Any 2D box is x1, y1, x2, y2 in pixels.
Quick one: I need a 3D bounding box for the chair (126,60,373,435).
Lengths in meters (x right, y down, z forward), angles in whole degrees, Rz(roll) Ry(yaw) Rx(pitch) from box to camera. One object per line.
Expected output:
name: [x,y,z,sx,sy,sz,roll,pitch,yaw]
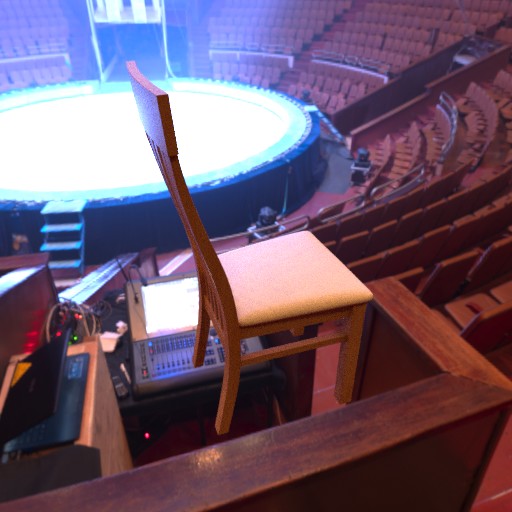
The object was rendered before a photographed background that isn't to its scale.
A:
chair: [0.000,0.000,1.329,0.580,1.050,0.450,-11,33,-18]
